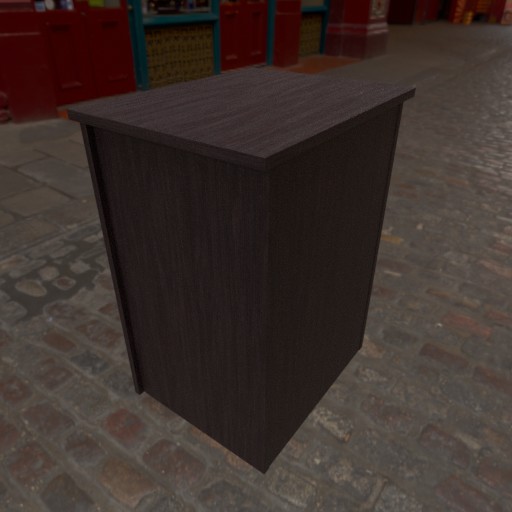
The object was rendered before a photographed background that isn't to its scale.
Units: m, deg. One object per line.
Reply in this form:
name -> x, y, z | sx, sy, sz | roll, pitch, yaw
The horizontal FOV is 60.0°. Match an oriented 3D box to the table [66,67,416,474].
table -> 0.000, 0.000, 0.918 | 0.381, 0.635, 0.480 | 21, 38, 30
